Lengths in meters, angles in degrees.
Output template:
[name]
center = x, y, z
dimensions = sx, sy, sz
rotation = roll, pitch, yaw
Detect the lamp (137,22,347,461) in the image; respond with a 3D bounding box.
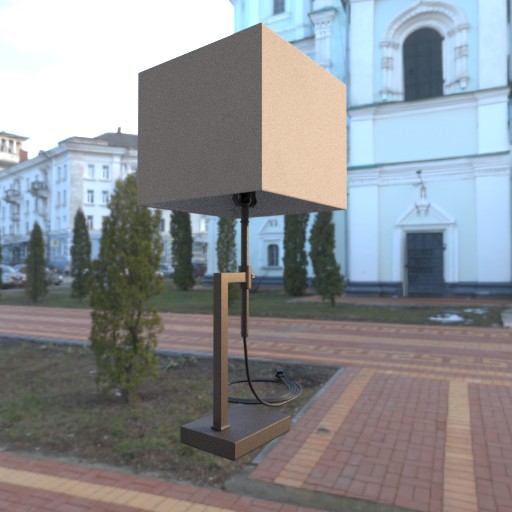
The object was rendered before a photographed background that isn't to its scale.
[lamp]
center = 0.000, 0.000, 0.952
dimensions = 0.399, 0.660, 0.504
rotation = -1, -2, 37
